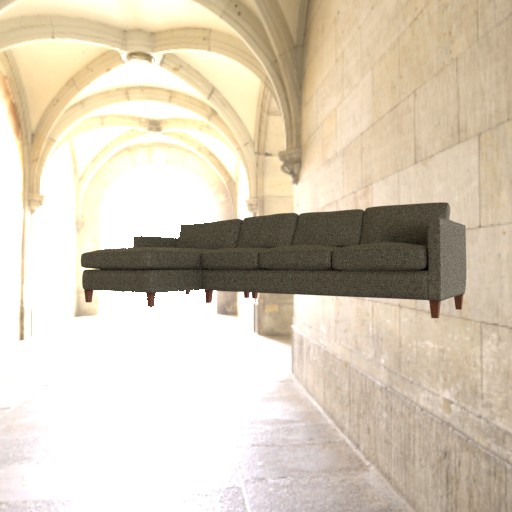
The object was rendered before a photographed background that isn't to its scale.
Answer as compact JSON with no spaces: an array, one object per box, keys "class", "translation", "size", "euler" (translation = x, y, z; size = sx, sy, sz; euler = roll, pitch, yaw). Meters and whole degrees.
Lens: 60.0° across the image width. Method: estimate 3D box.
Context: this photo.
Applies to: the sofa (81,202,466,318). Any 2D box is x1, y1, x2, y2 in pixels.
[{"class":"sofa","translation":[0.000,0.000,4.304],"size":[3.485,0.960,1.635],"euler":[-1,-2,36]}]
